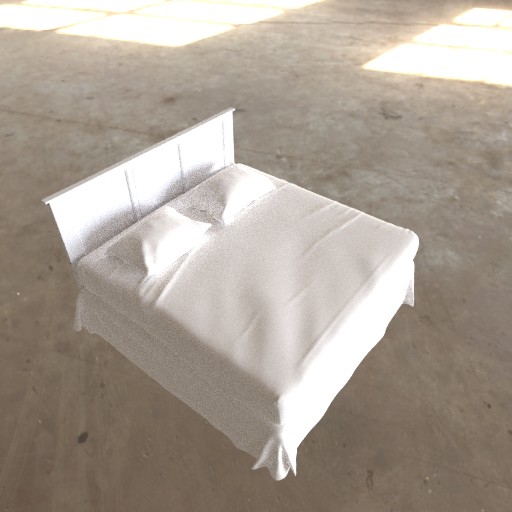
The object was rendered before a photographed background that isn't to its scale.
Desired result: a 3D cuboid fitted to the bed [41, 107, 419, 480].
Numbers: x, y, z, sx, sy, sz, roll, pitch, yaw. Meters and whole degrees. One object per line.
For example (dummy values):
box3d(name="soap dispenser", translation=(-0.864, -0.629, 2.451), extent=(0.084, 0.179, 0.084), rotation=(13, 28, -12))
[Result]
box3d(name="bed", translation=(0.000, 0.000, 3.570), extent=(2.215, 1.273, 2.317), rotation=(27, 48, 28))
